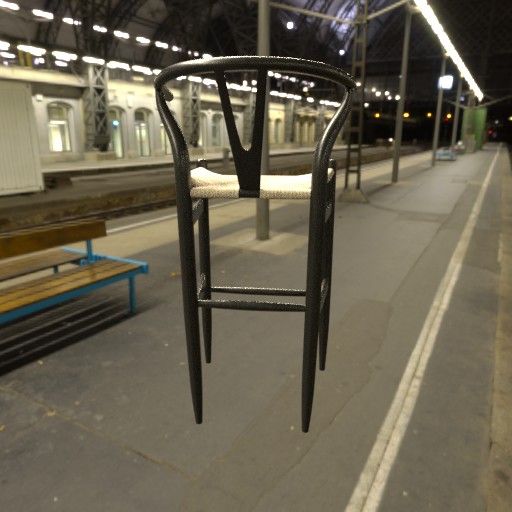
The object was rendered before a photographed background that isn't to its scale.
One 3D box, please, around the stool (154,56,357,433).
[{"bbox_3d":[0.000,0.000,1.393,0.569,1.072,0.579,2,15,7],"label":"stool"}]
